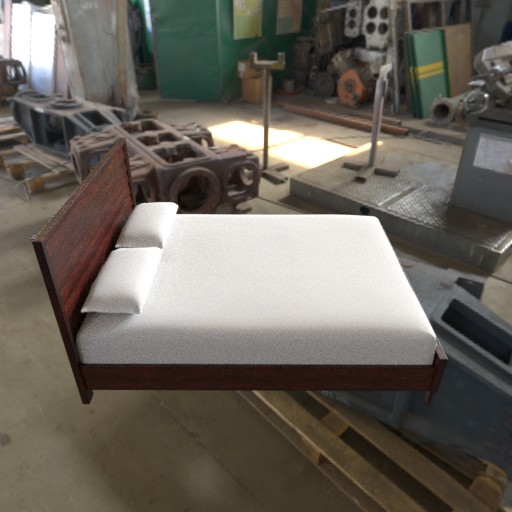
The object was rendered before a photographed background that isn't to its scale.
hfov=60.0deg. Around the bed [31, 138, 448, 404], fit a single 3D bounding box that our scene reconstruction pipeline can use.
[{"bbox_3d":[0.000,0.000,3.953,2.803,1.492,2.040,0,32,0],"label":"bed"}]
